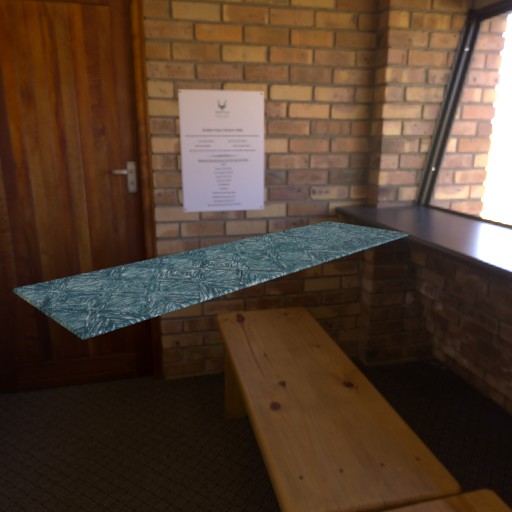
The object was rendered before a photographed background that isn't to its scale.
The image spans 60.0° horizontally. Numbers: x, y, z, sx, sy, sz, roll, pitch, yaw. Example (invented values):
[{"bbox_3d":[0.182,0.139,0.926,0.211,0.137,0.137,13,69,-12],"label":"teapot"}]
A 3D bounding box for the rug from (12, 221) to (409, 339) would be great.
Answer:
[{"bbox_3d":[0.000,0.000,2.452,0.676,0.016,2.286,14,20,43],"label":"rug"}]
